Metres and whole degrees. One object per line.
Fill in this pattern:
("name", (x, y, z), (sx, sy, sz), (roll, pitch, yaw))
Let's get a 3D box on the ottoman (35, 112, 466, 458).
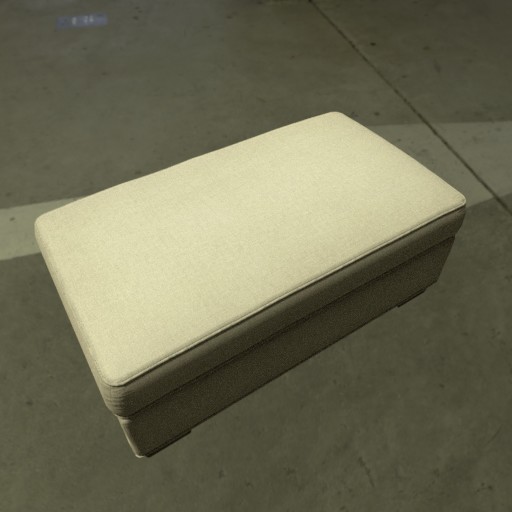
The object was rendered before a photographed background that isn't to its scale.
("ottoman", (0.000, 0.000, 1.367), (1.097, 0.461, 0.617), (-25, 52, -21))
